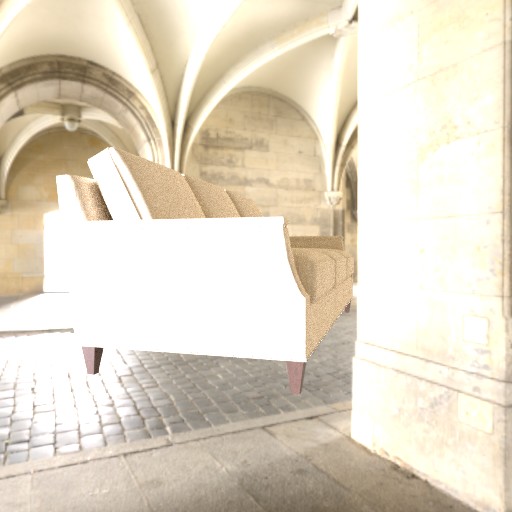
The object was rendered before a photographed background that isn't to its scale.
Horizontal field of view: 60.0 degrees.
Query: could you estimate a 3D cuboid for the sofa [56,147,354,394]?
[{"bbox_3d":[0.000,0.000,2.707,1.041,0.940,2.210,0,1,16],"label":"sofa"}]
